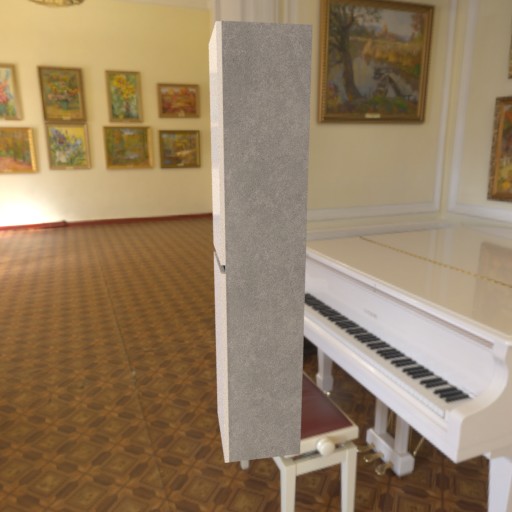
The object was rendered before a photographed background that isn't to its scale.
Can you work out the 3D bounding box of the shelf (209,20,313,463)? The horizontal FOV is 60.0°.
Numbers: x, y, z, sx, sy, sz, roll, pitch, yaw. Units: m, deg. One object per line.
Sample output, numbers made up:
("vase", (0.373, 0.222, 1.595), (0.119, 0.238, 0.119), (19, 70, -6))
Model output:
("shelf", (0.000, 0.000, 1.535), (0.270, 1.400, 0.300), (-2, 15, -9))
